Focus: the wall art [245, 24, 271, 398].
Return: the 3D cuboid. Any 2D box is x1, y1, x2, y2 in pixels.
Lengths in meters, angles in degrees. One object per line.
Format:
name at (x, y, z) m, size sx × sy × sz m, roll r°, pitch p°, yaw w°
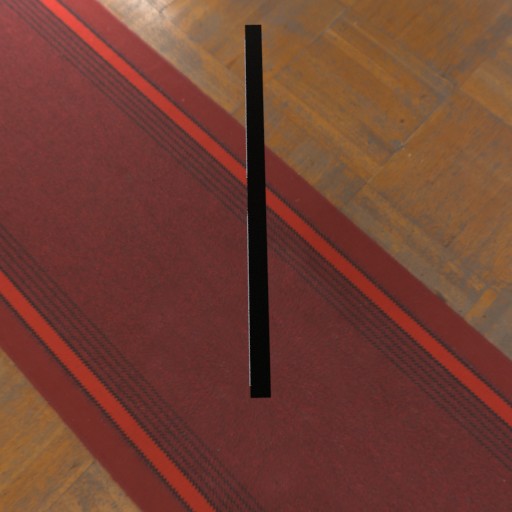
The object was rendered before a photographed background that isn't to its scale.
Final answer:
wall art at (0.000, 0.000, 1.414) m, size 0.040 × 1.062 × 0.805 m, roll -1°, pitch 75°, yaw 0°
